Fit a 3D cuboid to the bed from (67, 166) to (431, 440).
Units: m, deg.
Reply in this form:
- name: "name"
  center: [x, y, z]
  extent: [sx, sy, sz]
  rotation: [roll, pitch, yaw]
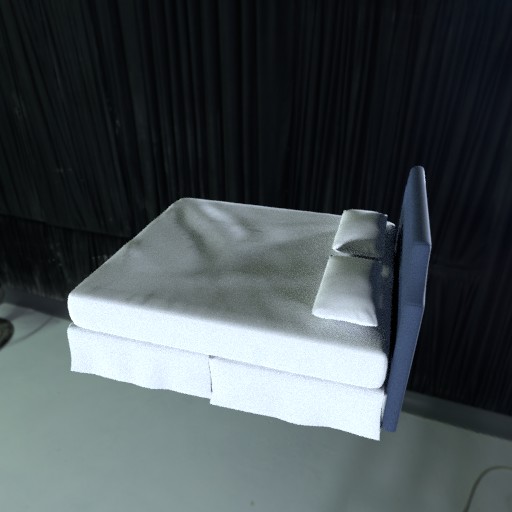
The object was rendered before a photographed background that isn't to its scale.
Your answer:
- name: "bed"
  center: [0.000, 0.000, 4.148]
  extent: [2.773, 1.488, 2.350]
  rotation: [8, 30, 14]
